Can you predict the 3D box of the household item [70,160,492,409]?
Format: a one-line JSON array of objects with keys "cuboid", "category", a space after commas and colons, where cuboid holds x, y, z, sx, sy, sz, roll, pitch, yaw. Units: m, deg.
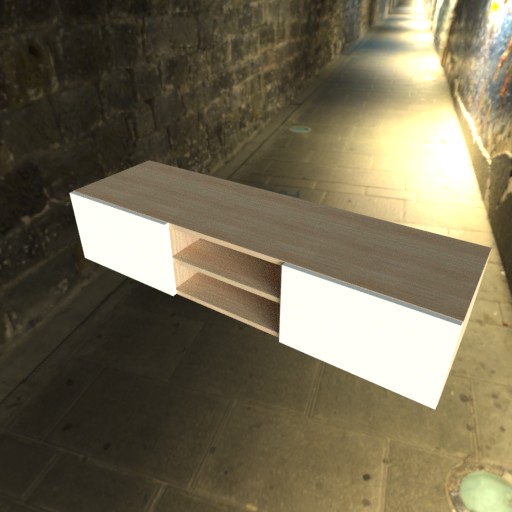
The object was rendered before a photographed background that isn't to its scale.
[{"cuboid": [0.000, 0.000, 1.573, 1.400, 0.310, 0.420, 19, 36, 28], "category": "household item"}]
